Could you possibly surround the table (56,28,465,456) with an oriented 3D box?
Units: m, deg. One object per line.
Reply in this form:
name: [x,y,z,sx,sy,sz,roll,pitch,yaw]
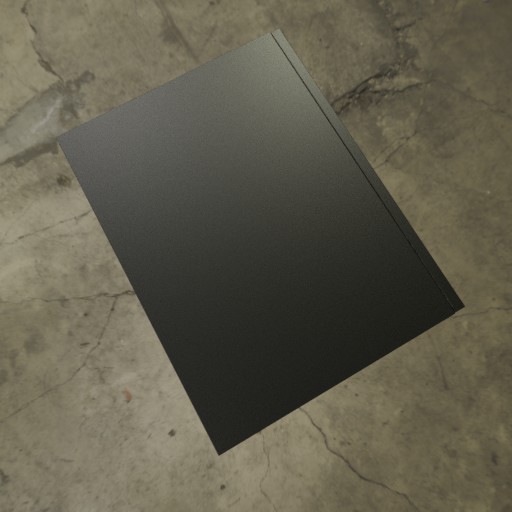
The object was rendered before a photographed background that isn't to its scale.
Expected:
table: [0.000,0.000,0.988,0.441,0.584,0.564,-29,79,-6]
